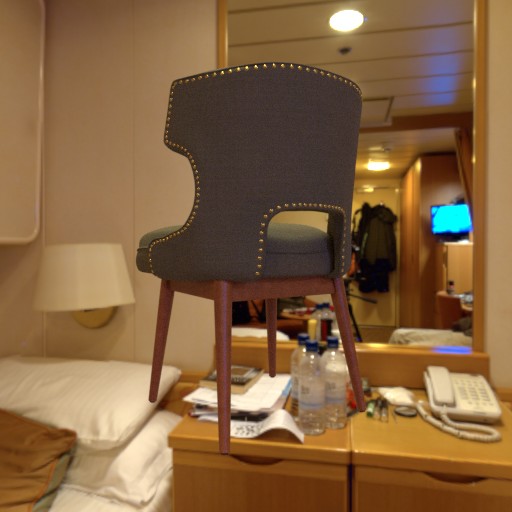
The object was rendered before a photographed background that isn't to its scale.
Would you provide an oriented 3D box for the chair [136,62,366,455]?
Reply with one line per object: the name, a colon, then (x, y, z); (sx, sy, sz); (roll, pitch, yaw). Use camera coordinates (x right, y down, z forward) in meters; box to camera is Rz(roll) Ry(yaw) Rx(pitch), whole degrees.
chair: (0.000, 0.000, 1.251); (0.595, 0.863, 0.581); (-1, 1, -35)
